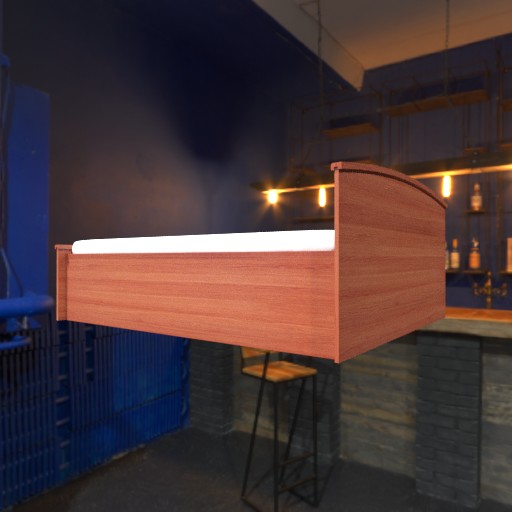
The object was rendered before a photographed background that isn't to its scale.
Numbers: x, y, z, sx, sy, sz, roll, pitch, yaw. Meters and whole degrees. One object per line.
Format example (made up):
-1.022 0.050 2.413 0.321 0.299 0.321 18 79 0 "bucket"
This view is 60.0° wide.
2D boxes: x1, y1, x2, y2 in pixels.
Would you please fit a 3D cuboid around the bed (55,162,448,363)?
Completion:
0.000 0.000 2.993 2.053 0.848 1.683 0 0 36 "bed"
